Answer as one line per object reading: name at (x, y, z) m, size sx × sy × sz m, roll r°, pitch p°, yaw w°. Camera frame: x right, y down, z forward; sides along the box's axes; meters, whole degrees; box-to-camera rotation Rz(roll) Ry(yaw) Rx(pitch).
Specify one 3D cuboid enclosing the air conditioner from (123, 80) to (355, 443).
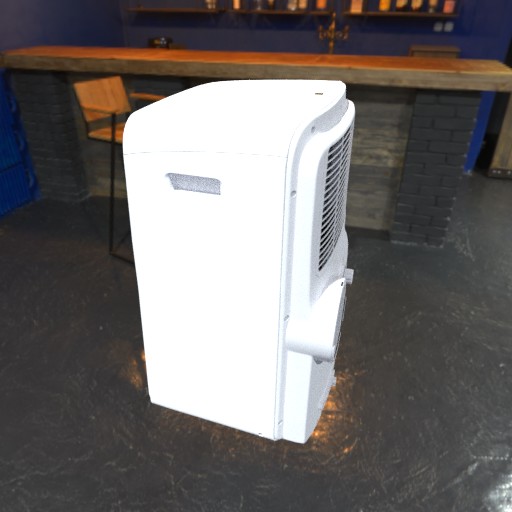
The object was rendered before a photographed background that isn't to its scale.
air conditioner at (0.000, 0.000, 1.075) m, size 0.467 × 0.765 × 0.478 m, roll 9°, pitch 31°, yaw 15°
